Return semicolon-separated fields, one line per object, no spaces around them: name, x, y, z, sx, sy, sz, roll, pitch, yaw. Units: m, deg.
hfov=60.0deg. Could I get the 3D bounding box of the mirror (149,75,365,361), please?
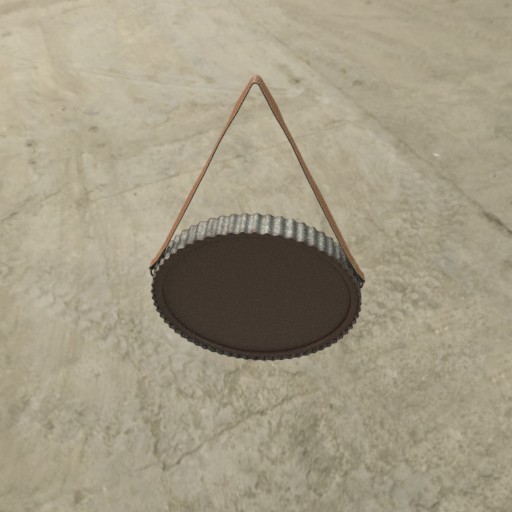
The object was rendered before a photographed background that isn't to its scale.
mirror;0.000;0.000;0.691;0.355;0.568;0.042;3;47;3
